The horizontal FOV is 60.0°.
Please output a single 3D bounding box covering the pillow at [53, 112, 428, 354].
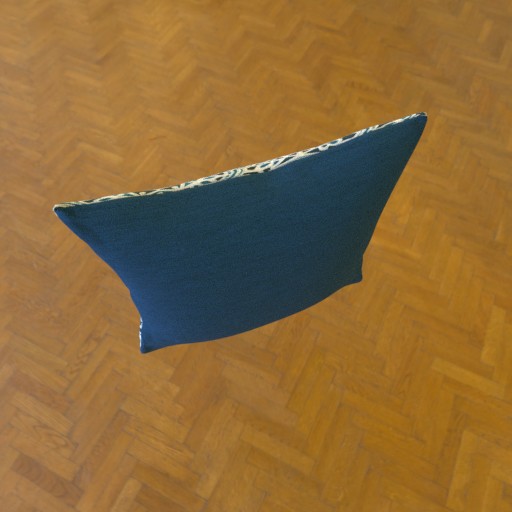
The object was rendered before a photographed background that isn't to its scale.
[{"bbox_3d":[0.000,0.000,0.660,0.440,0.420,0.145,-17,60,-10],"label":"pillow"}]
